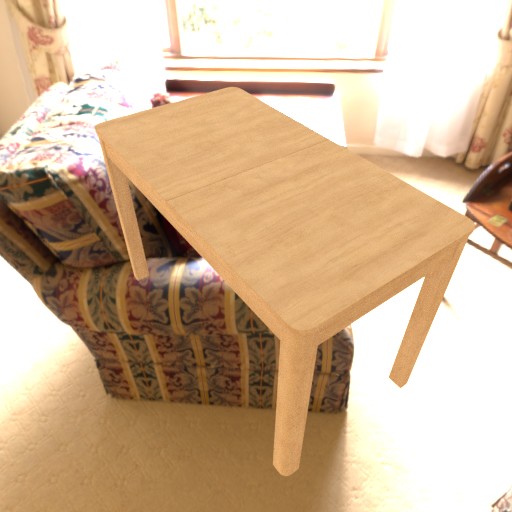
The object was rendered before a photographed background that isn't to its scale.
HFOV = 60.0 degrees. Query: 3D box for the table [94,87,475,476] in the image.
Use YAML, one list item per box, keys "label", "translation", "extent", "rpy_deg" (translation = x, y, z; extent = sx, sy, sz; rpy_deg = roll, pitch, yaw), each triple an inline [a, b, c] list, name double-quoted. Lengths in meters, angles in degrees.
- label: "table"
  translation: [0.000, 0.000, 1.963]
  extent: [0.750, 0.900, 1.400]
  rpy_deg: [-26, 48, -26]
